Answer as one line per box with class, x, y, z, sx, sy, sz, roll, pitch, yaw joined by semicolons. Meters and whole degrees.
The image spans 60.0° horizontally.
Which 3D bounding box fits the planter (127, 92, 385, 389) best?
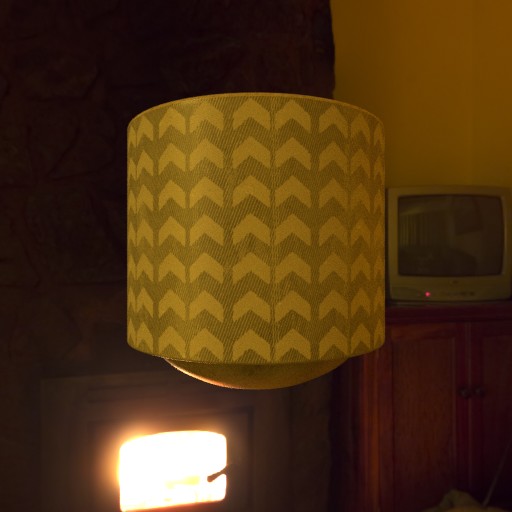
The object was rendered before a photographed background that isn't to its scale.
planter;0.000;0.000;0.448;0.250;0.239;0.250;0;0;0
